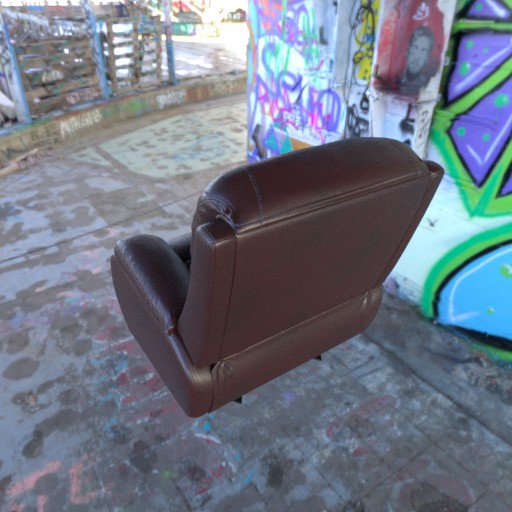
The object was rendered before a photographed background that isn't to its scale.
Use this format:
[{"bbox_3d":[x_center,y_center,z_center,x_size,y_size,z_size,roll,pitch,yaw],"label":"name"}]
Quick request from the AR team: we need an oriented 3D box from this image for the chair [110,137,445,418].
[{"bbox_3d":[0.000,0.000,1.718,0.930,1.011,0.899,-19,36,-29],"label":"chair"}]
